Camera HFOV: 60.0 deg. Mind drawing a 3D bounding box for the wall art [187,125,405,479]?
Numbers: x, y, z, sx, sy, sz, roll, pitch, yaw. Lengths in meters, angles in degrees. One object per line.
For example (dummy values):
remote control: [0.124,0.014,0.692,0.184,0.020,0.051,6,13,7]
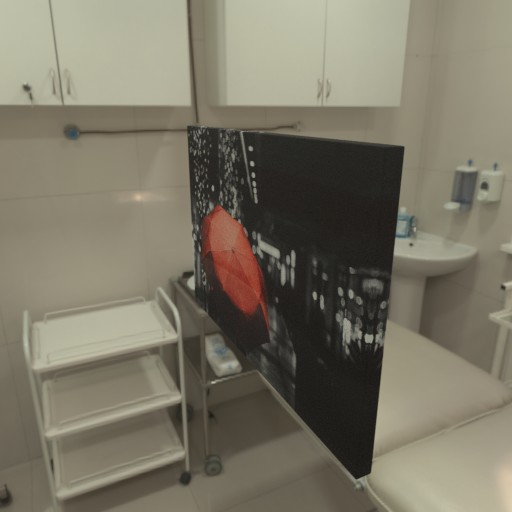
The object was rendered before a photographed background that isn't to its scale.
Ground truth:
wall art: [0.000,0.000,1.130,0.038,0.609,0.914,-9,20,-25]
